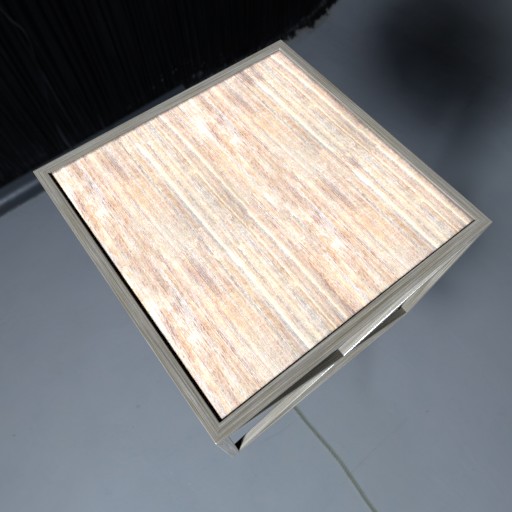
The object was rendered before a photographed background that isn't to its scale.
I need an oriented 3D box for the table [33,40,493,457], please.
[{"bbox_3d":[0.000,0.000,1.051,0.611,0.507,0.609,-34,69,-16],"label":"table"}]
